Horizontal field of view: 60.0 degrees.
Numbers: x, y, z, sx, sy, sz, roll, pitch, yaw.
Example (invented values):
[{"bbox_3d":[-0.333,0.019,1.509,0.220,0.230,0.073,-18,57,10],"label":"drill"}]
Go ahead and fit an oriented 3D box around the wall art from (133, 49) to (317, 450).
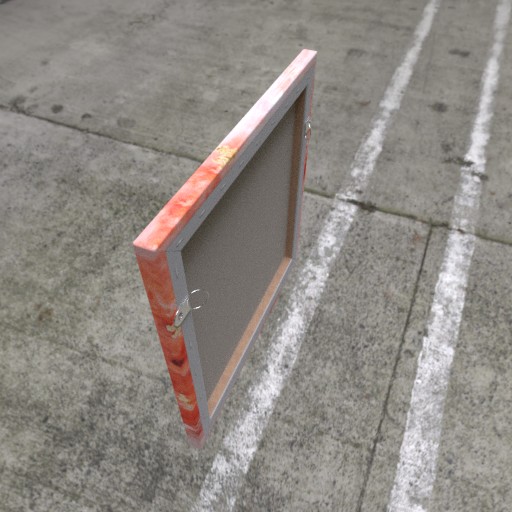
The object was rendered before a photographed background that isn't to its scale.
[{"bbox_3d":[0.000,0.000,1.123,0.064,0.746,0.747,17,49,16],"label":"wall art"}]
